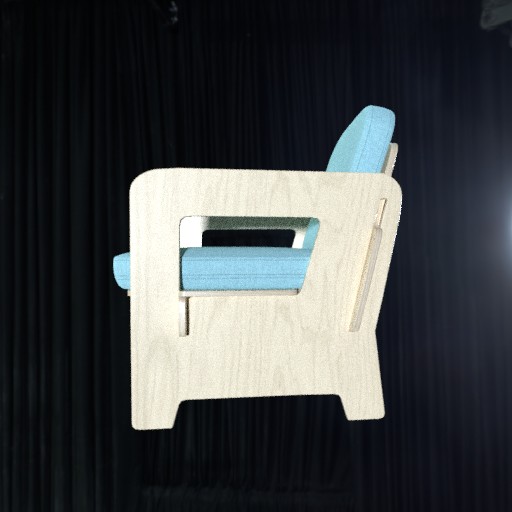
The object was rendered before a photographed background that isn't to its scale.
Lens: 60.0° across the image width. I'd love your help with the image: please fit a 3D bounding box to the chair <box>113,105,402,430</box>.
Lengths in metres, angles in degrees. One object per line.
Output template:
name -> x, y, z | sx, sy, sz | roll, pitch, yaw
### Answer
chair -> 0.000, 0.000, 1.297 | 0.710, 0.800, 0.590 | 0, 0, -2
